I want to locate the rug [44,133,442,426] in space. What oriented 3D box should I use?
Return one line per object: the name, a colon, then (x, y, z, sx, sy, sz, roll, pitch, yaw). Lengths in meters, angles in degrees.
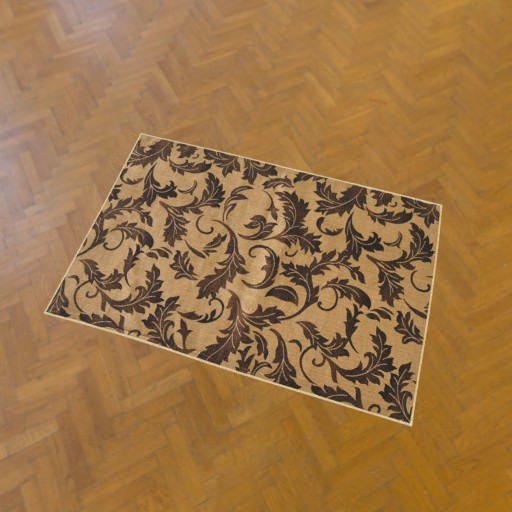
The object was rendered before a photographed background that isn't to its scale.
rug: (0.000, 0.000, 2.916, 2.284, 0.008, 1.522, 15, 64, 7)
